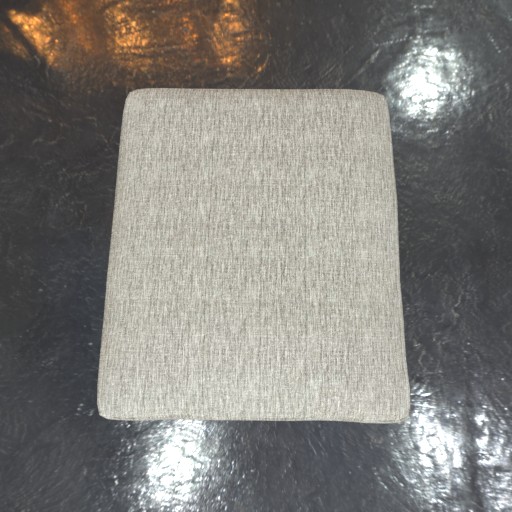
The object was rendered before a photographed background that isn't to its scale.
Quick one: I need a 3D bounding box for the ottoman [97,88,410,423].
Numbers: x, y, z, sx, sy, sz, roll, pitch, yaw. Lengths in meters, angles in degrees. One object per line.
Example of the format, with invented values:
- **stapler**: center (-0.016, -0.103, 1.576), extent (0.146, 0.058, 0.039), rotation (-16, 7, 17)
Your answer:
- **ottoman**: center (0.000, 0.000, 1.454), extent (0.839, 0.492, 0.994), rotation (1, 75, 0)
